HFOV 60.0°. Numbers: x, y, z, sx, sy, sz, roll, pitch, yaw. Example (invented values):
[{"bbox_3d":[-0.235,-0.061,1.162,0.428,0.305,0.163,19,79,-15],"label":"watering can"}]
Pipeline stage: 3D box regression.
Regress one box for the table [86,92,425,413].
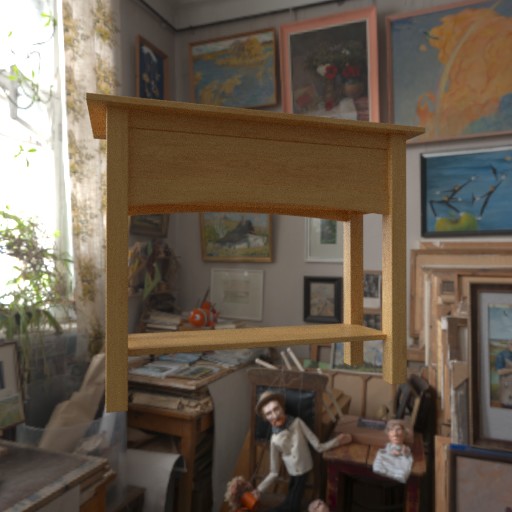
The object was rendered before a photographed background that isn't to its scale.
[{"bbox_3d":[0.000,0.000,1.280,0.900,0.728,0.340,0,0,-17],"label":"table"}]
